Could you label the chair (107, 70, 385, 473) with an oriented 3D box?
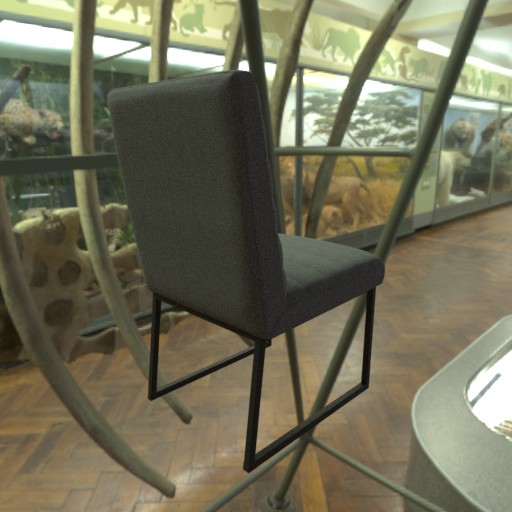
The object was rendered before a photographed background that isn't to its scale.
[{"bbox_3d":[0.000,0.000,1.308,0.634,0.930,0.520,-14,20,-43],"label":"chair"}]
